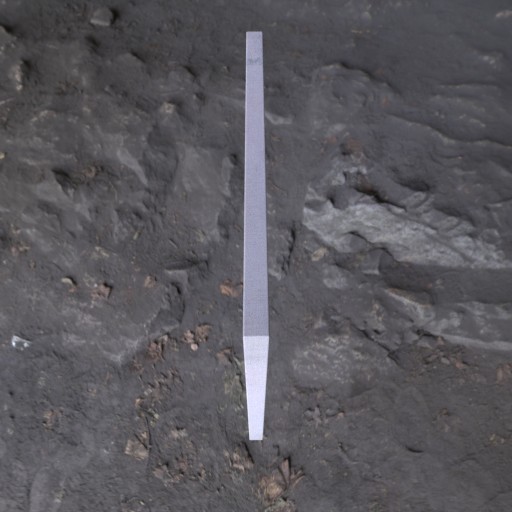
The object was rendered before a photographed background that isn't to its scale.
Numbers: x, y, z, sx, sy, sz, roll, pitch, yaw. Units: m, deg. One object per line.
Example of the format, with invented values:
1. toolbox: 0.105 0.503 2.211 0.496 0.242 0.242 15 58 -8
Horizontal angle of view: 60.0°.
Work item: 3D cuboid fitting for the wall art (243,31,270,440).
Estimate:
1. wall art: 0.000 0.000 1.152 0.041 0.762 0.762 0 57 0
